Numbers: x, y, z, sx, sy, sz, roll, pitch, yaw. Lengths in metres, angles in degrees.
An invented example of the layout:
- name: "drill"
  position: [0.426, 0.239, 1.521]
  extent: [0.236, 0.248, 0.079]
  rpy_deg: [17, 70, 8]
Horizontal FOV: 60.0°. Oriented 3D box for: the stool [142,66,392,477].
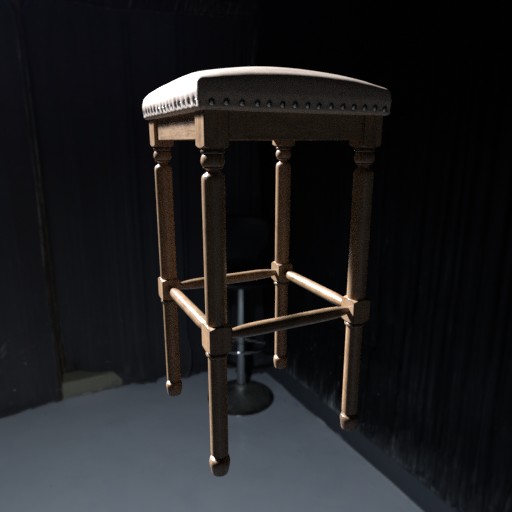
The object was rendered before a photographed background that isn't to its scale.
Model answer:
- name: "stool"
  position: [0.000, 0.000, 0.984]
  extent: [0.383, 0.768, 0.382]
  rpy_deg: [-7, 16, -25]
